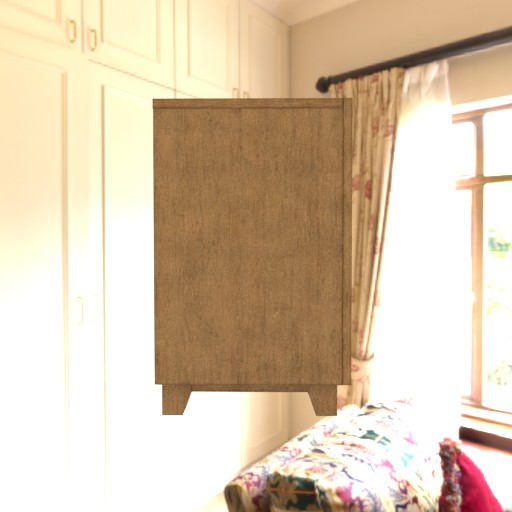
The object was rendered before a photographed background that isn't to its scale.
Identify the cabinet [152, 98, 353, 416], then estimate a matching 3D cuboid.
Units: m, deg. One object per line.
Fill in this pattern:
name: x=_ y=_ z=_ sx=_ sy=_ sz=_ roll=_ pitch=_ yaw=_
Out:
cabinet: x=0.000 y=0.000 z=1.853 sx=0.511 sy=0.825 sz=1.460 roll=0 pitch=1 yaw=0
